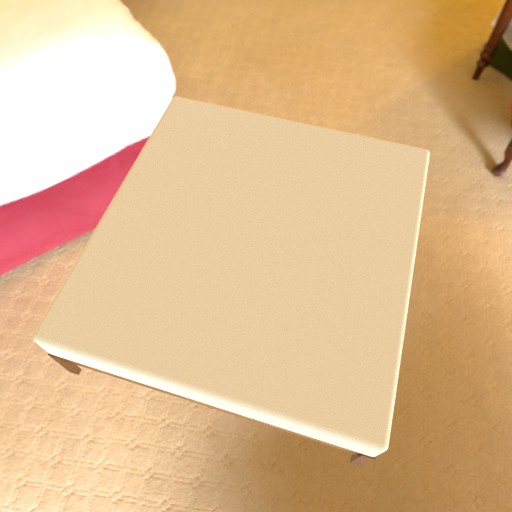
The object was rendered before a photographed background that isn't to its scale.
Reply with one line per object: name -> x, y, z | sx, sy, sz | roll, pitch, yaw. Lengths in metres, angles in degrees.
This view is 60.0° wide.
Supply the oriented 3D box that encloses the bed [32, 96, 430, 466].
bed -> 0.000, 0.000, 2.990 | 1.930, 0.616, 2.049 | 15, 60, 9
